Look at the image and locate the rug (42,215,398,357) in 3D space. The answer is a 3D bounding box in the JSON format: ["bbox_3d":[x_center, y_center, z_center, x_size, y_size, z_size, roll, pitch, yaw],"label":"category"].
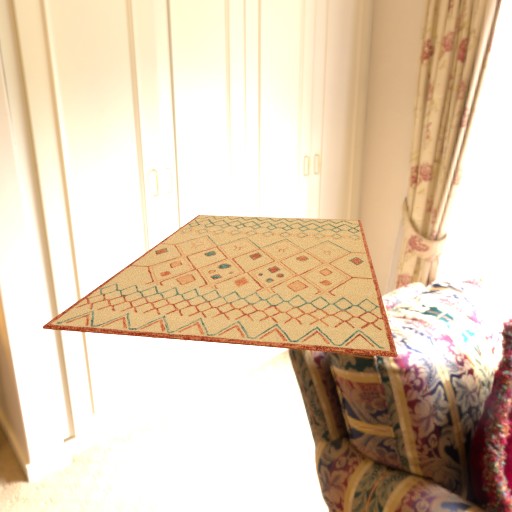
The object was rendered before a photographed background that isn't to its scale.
[{"bbox_3d":[0.000,0.000,2.995,1.524,0.015,2.438,3,17,9],"label":"rug"}]
